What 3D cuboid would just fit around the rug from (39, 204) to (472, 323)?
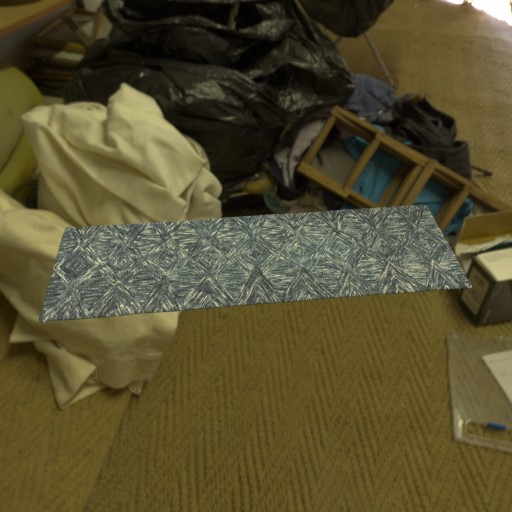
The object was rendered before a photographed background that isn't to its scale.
[{"bbox_3d":[0.000,0.000,2.577,2.306,0.013,0.719,-4,47,-4],"label":"rug"}]
